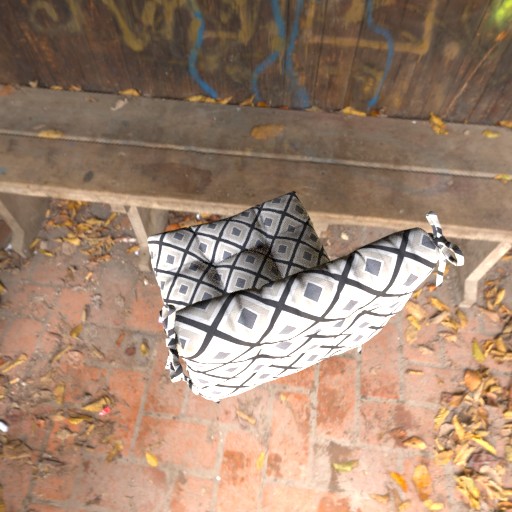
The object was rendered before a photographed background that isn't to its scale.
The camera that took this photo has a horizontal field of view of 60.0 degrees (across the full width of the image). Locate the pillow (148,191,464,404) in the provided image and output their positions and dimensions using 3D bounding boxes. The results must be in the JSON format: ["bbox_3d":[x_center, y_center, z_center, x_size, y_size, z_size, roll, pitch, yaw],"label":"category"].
[{"bbox_3d":[0.000,0.000,1.016,0.519,0.605,0.571,-19,62,-10],"label":"pillow"}]
